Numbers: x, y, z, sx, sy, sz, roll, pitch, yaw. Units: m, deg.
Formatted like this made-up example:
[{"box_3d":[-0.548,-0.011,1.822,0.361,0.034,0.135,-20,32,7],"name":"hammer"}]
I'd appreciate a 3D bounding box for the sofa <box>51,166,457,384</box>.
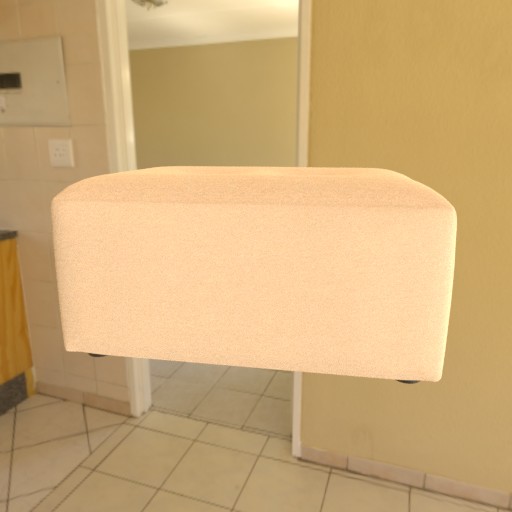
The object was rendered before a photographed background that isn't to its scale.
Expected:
[{"box_3d":[0.000,0.000,1.230,0.930,0.470,0.480,2,15,9],"name":"sofa"}]
